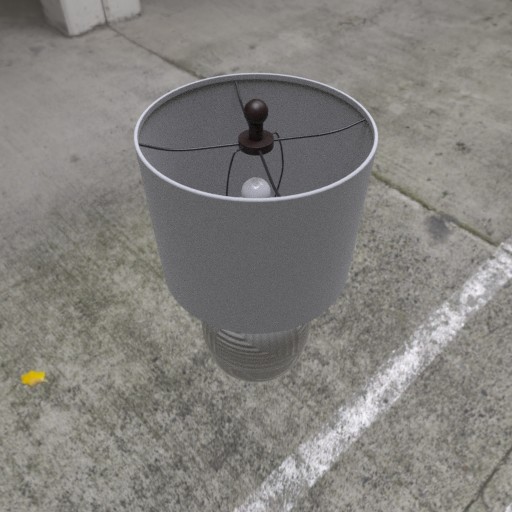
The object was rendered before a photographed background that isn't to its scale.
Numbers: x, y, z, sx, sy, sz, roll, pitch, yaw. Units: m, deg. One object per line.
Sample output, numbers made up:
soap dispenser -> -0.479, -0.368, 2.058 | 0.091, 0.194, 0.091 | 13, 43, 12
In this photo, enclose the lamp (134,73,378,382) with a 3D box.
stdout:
lamp -> 0.000, 0.000, 0.764 | 0.318, 0.567, 0.318 | 0, 46, 0
